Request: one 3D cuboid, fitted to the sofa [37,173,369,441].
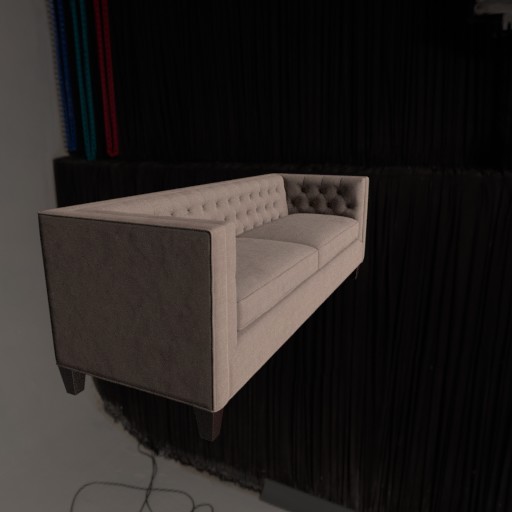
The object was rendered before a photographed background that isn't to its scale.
[{"bbox_3d":[0.000,0.000,2.505,0.775,0.762,2.159,7,16,25],"label":"sofa"}]
